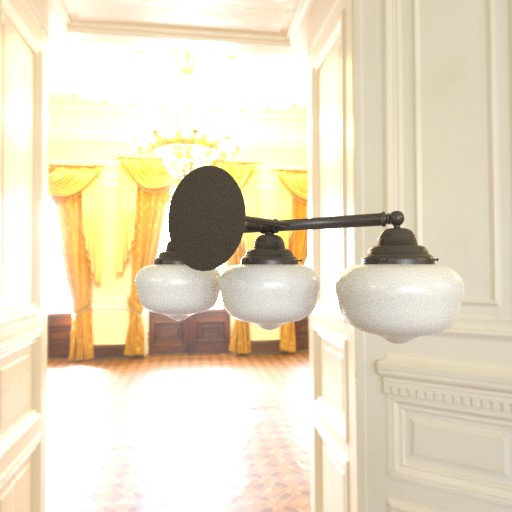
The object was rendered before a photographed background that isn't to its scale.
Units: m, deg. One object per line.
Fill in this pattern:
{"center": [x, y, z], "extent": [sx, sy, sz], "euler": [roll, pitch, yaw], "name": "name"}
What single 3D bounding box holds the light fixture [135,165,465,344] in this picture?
{"center": [0.000, 0.000, 0.698], "extent": [0.587, 0.242, 0.239], "euler": [-1, -1, 37], "name": "light fixture"}
